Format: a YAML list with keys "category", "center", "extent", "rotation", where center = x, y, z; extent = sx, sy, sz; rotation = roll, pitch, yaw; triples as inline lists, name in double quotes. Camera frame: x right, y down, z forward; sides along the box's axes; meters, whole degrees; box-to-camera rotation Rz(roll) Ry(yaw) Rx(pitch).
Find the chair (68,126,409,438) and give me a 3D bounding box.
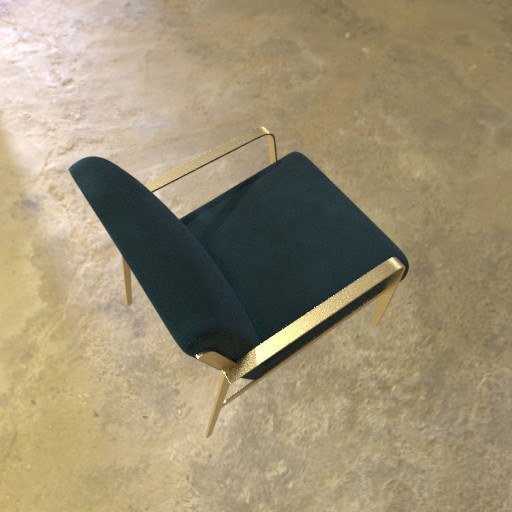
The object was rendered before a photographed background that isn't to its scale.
- category: "chair"
  center: [0.000, 0.000, 1.464]
  extent: [0.859, 0.831, 0.692]
  rotation: [-31, 64, -17]
